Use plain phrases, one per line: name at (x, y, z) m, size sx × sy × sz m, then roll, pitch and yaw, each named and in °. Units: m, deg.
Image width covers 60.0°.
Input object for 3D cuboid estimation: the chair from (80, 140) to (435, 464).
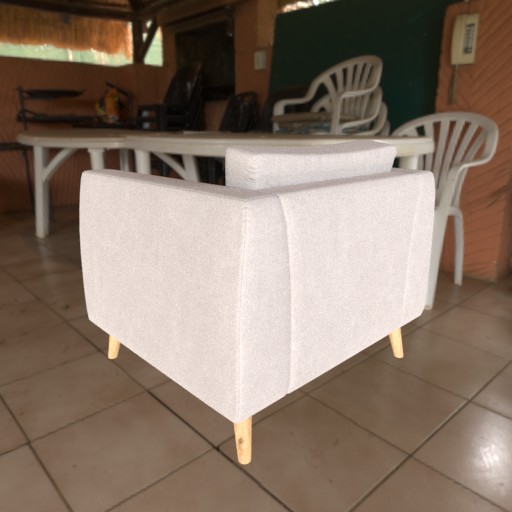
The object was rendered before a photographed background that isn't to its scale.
chair at (0.000, 0.000, 1.698) m, size 1.000 × 0.860 × 0.930 m, roll -15°, pitch 22°, yaw -41°
